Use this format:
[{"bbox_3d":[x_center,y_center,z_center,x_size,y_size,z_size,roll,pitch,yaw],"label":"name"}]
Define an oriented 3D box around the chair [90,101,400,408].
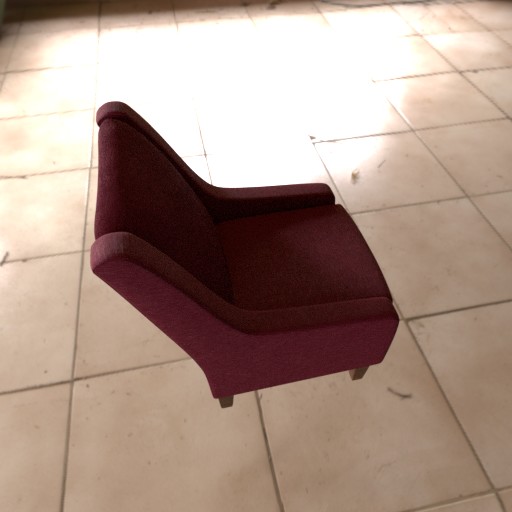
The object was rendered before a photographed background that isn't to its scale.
[{"bbox_3d":[0.000,0.000,1.731,0.985,1.017,0.793,-9,48,-8],"label":"chair"}]
